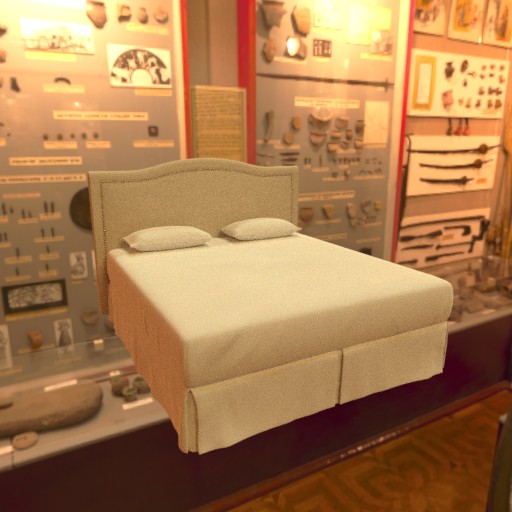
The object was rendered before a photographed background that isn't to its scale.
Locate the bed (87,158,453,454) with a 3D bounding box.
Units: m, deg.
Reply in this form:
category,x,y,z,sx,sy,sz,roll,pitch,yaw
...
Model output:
category,x,y,z,sx,sy,sz,roll,pitch,yaw
bed,0.000,0.000,3.428,2.083,1.421,2.182,-7,16,-27
